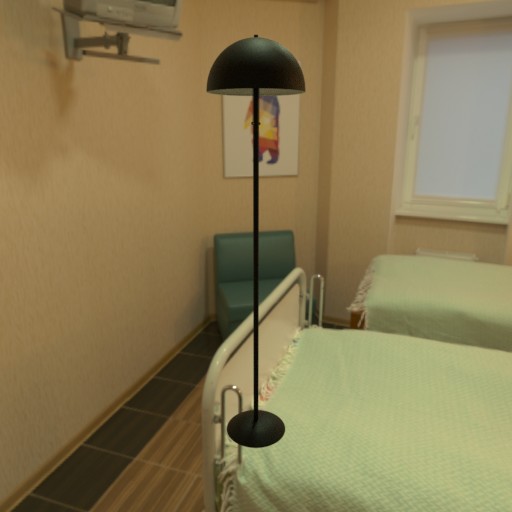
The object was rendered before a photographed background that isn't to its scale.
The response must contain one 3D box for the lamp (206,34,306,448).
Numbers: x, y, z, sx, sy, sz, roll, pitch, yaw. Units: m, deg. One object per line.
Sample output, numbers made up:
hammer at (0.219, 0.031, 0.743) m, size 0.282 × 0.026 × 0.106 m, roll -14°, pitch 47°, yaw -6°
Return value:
lamp at (0.000, 0.000, 1.631) m, size 0.328 × 1.480 × 0.328 m, roll -3°, pitch 16°, yaw -9°
